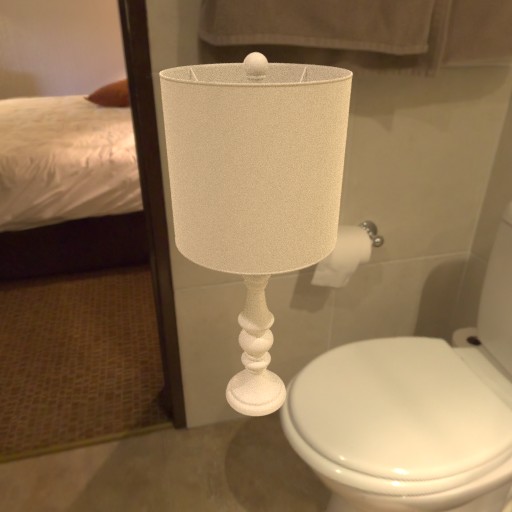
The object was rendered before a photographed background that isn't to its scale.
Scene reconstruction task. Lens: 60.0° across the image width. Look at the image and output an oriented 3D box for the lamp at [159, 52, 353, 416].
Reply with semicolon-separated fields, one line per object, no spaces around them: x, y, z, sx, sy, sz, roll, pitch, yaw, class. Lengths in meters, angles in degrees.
0.000;0.000;0.714;0.250;0.597;0.250;20;34;33;lamp
